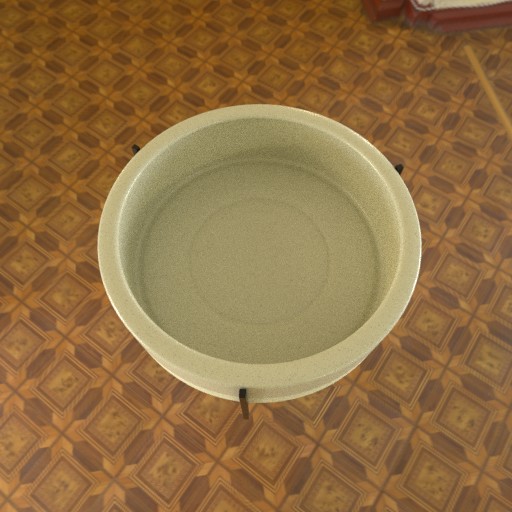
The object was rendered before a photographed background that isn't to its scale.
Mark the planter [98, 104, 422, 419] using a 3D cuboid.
[{"bbox_3d":[0.000,0.000,0.538,0.345,0.171,0.336,32,68,15],"label":"planter"}]
